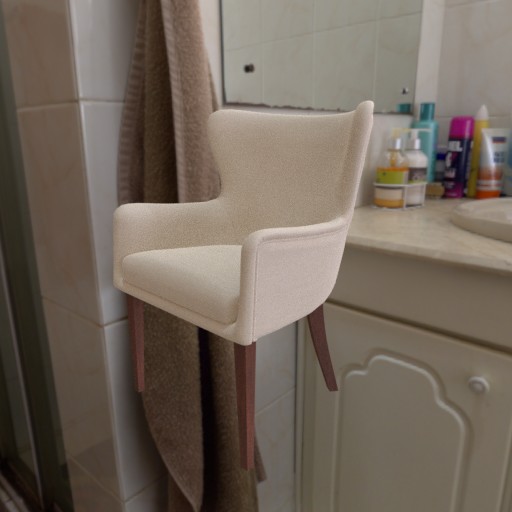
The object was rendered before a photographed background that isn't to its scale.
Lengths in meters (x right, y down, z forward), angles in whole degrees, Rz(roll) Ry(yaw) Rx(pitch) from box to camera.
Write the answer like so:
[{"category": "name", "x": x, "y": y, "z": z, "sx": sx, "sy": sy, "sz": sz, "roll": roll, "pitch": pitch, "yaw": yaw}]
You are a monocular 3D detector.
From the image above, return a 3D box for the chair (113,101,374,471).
[{"category": "chair", "x": 0.000, "y": 0.000, "z": 1.516, "sx": 0.696, "sy": 0.990, "sz": 0.744, "roll": 14, "pitch": 21, "yaw": 42}]
